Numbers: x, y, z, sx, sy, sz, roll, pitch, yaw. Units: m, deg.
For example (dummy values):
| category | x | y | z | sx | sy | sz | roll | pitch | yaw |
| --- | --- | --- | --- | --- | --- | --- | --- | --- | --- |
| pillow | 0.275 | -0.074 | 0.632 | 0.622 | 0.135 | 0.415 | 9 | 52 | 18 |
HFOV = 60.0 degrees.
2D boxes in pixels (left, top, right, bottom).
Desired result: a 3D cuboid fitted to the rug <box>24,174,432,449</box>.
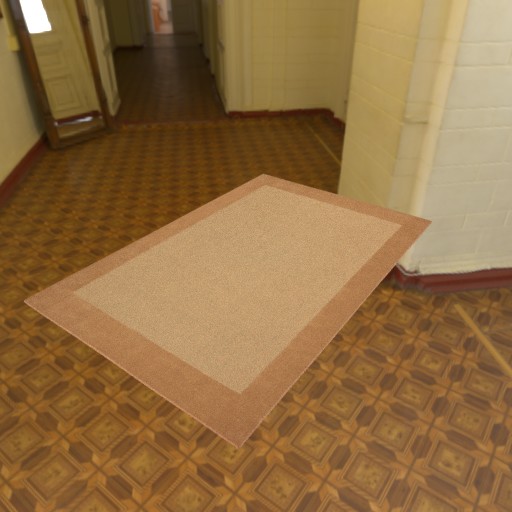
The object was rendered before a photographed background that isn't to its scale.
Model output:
| category | x | y | z | sx | sy | sz | roll | pitch | yaw |
| --- | --- | --- | --- | --- | --- | --- | --- | --- | --- |
| rug | 0.000 | 0.000 | 2.282 | 1.219 | 0.014 | 1.829 | 22 | 38 | 30 |
